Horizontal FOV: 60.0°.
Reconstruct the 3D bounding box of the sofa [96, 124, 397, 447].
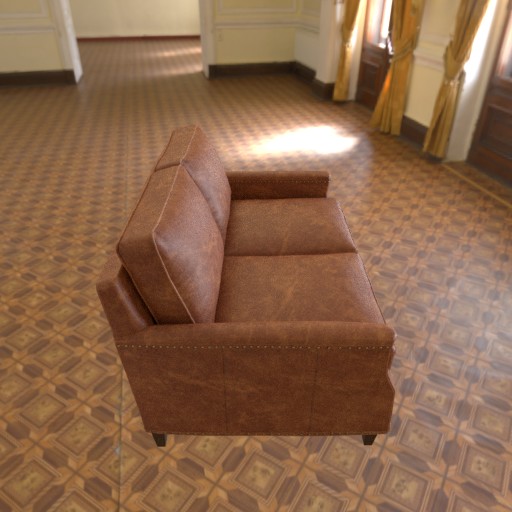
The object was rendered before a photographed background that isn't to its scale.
[{"bbox_3d":[0.000,0.000,2.256,1.084,1.003,1.597,0,32,0],"label":"sofa"}]
